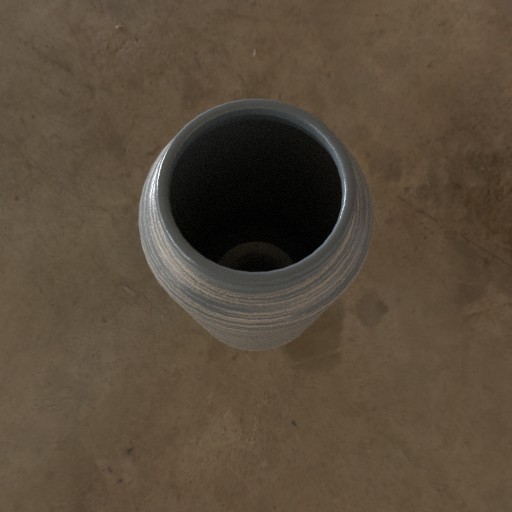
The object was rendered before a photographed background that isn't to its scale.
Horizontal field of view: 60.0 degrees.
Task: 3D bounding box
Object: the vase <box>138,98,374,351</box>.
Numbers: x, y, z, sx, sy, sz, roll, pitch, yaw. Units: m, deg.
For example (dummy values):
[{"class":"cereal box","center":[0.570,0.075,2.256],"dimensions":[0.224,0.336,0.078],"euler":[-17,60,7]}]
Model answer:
[{"class":"vase","center":[0.000,0.000,0.299],"dimensions":[0.116,0.230,0.116],"euler":[0,75,0]}]
